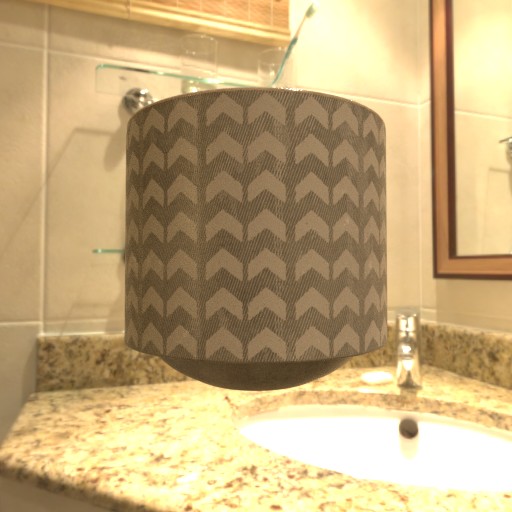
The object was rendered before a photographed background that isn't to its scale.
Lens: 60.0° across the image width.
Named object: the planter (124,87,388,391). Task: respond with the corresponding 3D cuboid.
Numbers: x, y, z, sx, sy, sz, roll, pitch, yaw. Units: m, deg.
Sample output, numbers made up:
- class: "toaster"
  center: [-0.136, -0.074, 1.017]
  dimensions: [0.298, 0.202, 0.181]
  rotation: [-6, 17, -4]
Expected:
- class: "planter"
  center: [0.000, 0.000, 0.442]
  dimensions: [0.250, 0.239, 0.250]
  rotation: [0, -2, 0]
